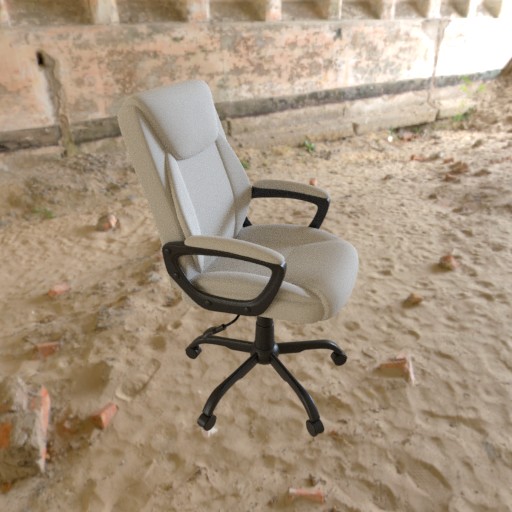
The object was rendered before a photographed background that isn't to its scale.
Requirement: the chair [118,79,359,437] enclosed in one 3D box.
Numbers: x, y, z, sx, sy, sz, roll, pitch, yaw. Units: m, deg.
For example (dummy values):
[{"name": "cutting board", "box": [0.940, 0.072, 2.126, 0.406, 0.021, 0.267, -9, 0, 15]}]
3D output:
[{"name": "chair", "box": [0.000, 0.000, 1.496, 0.669, 1.065, 0.663, 11, 31, 19]}]
